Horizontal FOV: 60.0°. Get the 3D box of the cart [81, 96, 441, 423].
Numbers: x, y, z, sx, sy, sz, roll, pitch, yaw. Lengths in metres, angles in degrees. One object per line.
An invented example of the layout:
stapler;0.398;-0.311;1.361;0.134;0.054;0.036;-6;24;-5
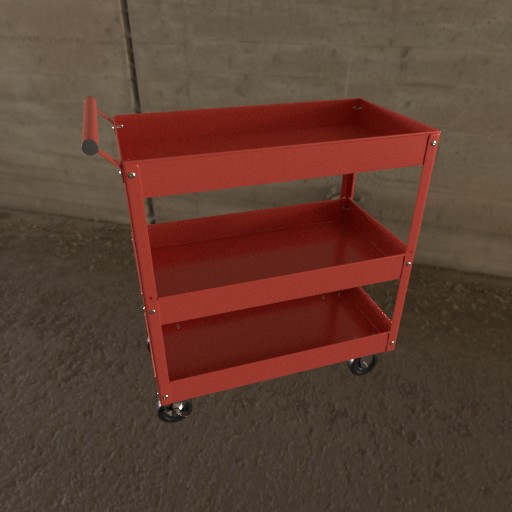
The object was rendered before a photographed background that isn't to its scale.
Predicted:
cart;0.000;0.000;1.166;0.719;0.780;0.366;-9;32;-15
